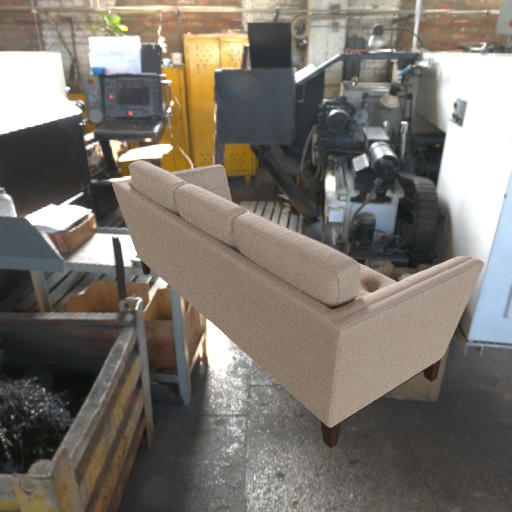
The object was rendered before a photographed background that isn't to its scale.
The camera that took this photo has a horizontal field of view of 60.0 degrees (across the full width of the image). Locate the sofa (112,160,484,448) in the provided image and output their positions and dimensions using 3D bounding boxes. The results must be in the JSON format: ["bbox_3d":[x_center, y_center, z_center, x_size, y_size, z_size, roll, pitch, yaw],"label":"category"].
[{"bbox_3d":[0.000,0.000,2.838,0.965,0.940,2.388,-17,30,-32],"label":"sofa"}]
